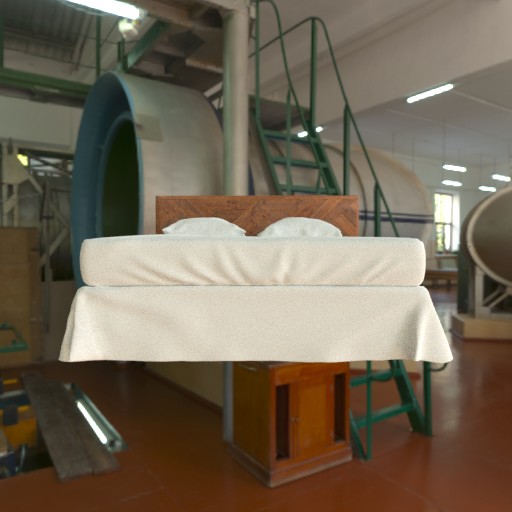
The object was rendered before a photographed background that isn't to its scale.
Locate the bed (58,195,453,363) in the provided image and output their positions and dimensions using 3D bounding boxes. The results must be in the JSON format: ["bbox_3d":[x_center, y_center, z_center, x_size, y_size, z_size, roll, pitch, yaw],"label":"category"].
[{"bbox_3d":[0.000,0.000,3.395,2.255,1.158,2.165,0,1,1],"label":"bed"}]
